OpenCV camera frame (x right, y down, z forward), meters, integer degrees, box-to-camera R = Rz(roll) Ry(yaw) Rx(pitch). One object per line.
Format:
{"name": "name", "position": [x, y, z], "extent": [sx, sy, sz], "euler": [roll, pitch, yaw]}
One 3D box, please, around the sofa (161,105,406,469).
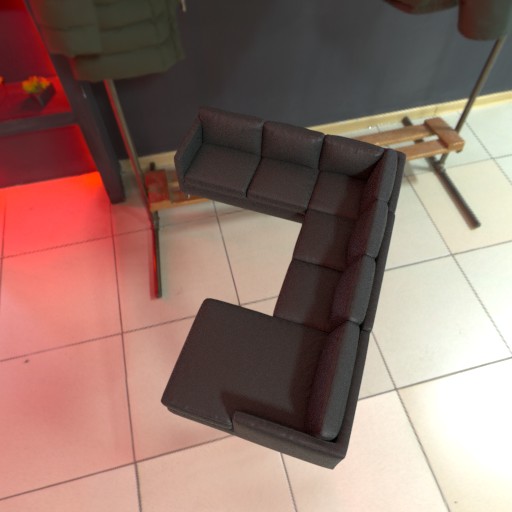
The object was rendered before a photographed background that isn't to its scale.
{"name": "sofa", "position": [0.000, 0.000, 4.689], "extent": [2.593, 0.923, 3.460], "euler": [15, 59, 10]}
